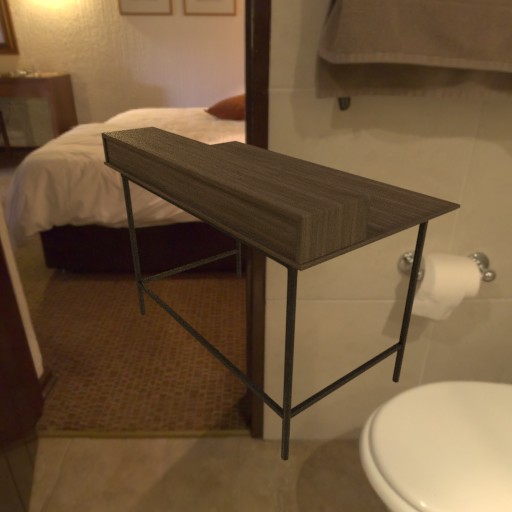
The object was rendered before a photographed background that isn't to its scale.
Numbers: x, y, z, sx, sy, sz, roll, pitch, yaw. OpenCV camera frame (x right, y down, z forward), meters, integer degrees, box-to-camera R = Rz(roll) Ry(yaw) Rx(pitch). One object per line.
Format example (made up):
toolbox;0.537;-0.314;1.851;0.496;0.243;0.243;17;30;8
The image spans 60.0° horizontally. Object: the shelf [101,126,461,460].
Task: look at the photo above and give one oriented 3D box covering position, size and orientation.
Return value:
shelf;0.000;0.000;1.770;0.685;0.865;1.212;-19;32;-33
